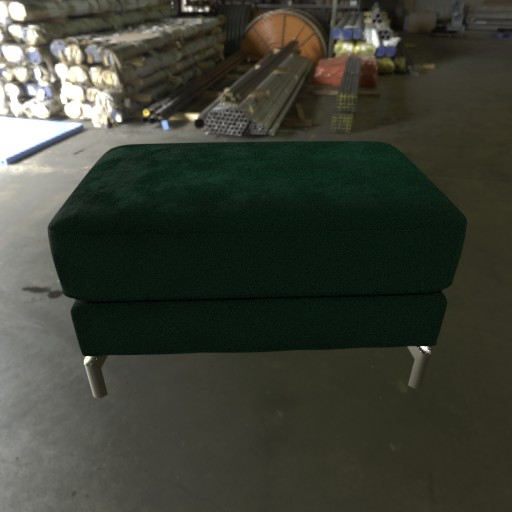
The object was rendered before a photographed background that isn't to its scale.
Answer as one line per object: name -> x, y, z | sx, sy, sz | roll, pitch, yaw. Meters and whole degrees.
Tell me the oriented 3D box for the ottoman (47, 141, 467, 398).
ottoman -> 0.000, 0.000, 1.231 | 0.886, 0.533, 0.536 | -1, 32, -2
